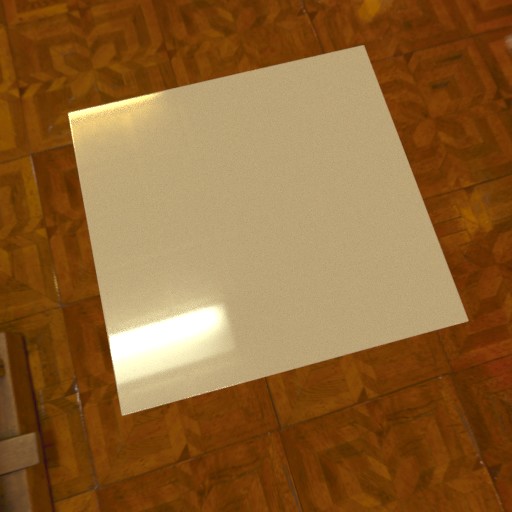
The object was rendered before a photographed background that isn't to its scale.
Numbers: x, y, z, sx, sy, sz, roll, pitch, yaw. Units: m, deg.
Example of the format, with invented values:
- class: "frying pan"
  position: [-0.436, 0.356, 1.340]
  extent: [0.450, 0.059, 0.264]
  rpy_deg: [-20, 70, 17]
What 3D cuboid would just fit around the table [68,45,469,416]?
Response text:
- class: "table"
  position: [0.000, 0.000, 0.790]
  extent: [0.420, 0.470, 0.400]
  rpy_deg: [-14, 76, -4]
